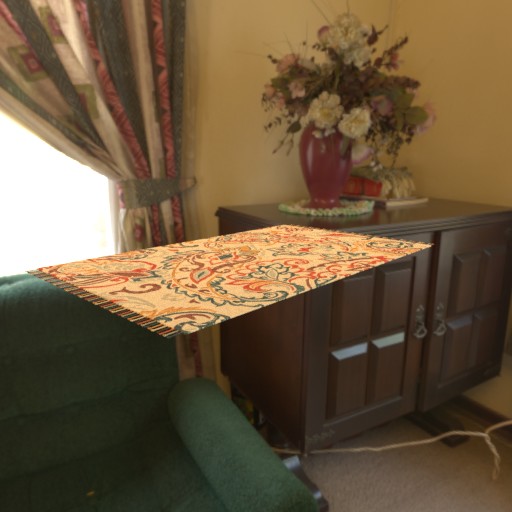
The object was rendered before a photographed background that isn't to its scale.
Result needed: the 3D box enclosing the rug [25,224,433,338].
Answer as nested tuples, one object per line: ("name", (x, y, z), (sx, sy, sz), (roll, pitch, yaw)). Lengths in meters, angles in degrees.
("rug", (0.000, 0.000, 3.155), (1.523, 0.010, 2.584), (12, 17, 42))
